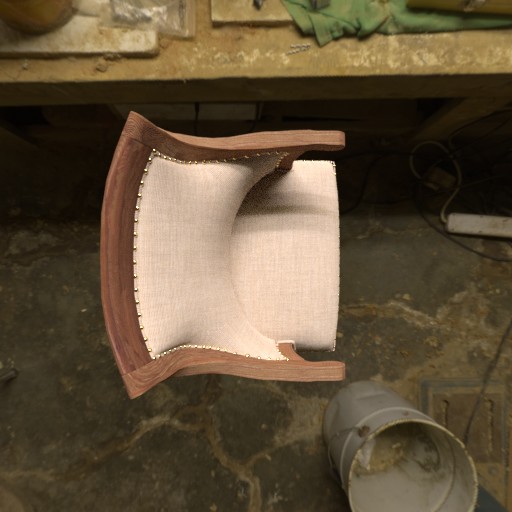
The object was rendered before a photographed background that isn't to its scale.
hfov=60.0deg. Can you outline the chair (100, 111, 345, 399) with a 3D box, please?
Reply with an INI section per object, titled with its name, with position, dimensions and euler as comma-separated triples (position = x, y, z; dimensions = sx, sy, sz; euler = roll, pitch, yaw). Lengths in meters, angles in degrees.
[chair]
position = 0.000, 0.000, 1.411
dimensions = 0.689, 0.965, 0.656
euler = 0, 90, -1
